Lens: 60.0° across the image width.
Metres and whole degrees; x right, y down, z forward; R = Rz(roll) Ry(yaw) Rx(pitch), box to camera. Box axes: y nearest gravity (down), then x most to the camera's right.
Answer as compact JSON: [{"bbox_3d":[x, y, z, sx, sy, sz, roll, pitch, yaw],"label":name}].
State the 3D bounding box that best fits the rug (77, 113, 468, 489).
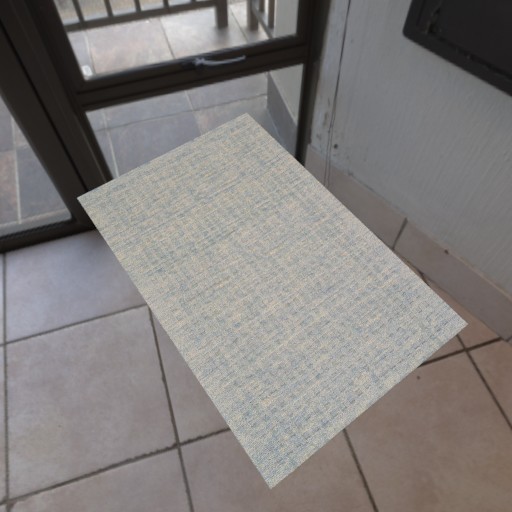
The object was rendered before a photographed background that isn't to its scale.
[{"bbox_3d":[0.000,0.000,2.234,1.142,0.006,1.752,-32,64,-18],"label":"rug"}]
